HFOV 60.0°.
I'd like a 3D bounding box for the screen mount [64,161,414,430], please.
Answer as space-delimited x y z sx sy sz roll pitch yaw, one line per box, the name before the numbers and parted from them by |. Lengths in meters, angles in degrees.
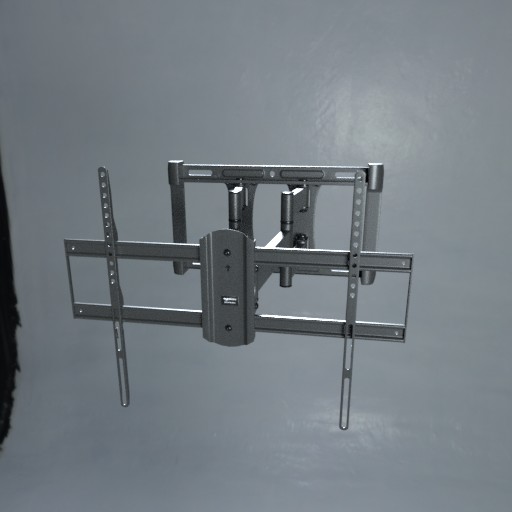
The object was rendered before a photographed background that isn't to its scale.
screen mount | 0.000 0.000 1.117 0.661 0.491 0.644 3 17 9
